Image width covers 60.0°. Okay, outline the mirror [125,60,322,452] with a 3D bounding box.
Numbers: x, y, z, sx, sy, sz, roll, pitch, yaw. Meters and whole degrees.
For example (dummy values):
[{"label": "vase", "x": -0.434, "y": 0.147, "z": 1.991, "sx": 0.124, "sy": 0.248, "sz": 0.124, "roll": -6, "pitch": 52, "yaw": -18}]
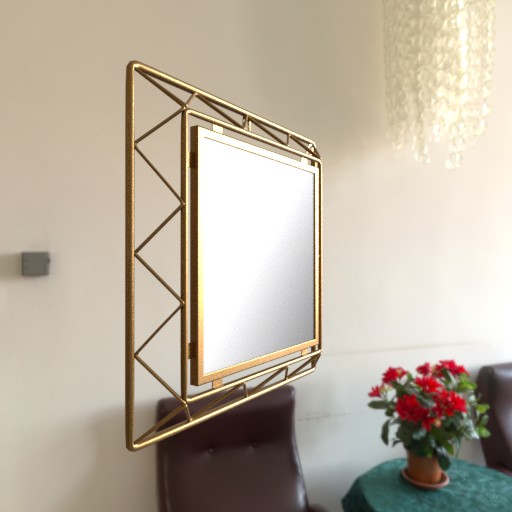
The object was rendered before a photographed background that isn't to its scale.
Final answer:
[{"label": "mirror", "x": 0.000, "y": 0.000, "z": 0.619, "sx": 0.046, "sy": 0.414, "sz": 0.416, "roll": 0, "pitch": 0, "yaw": 35}]
